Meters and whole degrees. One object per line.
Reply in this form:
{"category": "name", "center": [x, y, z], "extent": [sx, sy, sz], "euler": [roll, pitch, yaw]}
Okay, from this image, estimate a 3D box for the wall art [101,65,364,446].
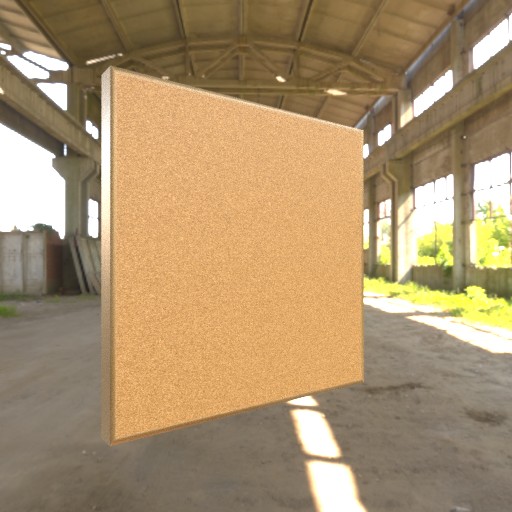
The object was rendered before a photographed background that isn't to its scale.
{"category": "wall art", "center": [0.000, 0.000, 0.761], "extent": [0.513, 0.511, 0.038], "euler": [0, 0, -36]}
